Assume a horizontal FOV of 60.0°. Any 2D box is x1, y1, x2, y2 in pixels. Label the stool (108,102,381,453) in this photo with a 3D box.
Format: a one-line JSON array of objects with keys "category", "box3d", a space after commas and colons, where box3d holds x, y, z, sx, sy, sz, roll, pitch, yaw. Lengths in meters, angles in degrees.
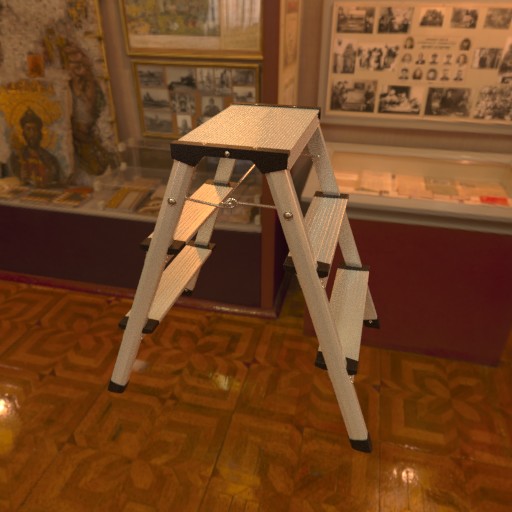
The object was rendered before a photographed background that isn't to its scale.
[{"category": "stool", "box3d": [0.000, 0.000, 1.017, 0.622, 0.605, 0.437, 8, 32, 14]}]
